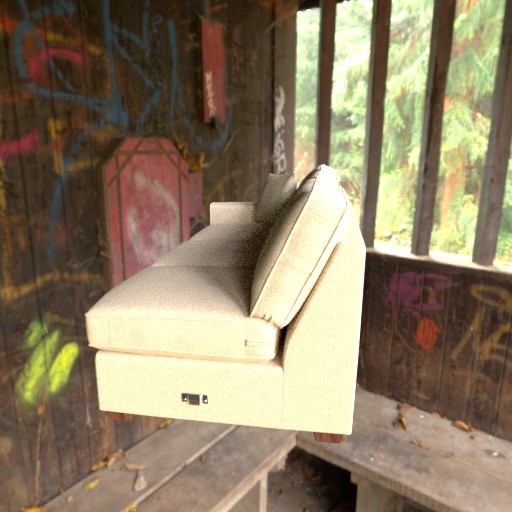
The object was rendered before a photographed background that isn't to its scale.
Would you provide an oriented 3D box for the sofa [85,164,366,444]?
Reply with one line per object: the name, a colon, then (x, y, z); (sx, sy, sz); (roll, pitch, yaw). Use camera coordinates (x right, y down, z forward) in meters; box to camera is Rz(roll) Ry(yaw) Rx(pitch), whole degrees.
sofa: (0.000, 0.000, 2.497); (1.034, 0.946, 1.962); (2, 14, 9)
